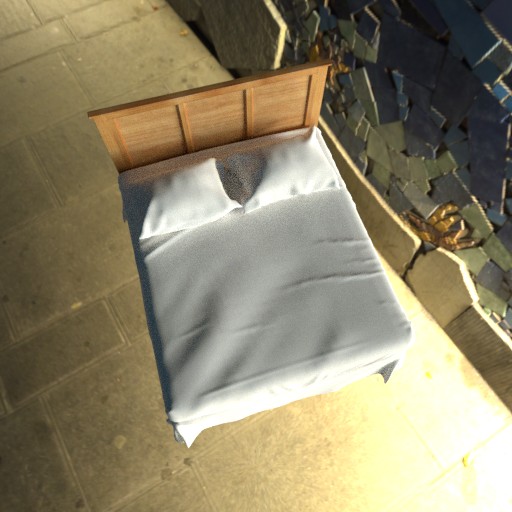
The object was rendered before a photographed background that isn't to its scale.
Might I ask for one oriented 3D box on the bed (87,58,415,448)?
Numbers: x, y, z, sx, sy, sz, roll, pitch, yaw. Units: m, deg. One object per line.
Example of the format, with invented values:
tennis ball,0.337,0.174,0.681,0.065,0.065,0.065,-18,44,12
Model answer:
bed,0.000,0.000,3.090,1.870,1.273,2.035,-15,65,-7
